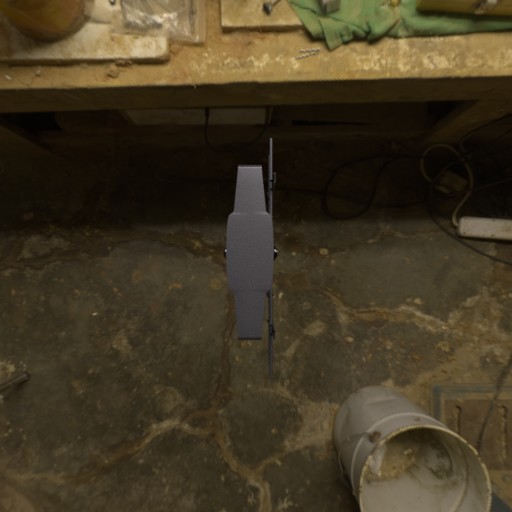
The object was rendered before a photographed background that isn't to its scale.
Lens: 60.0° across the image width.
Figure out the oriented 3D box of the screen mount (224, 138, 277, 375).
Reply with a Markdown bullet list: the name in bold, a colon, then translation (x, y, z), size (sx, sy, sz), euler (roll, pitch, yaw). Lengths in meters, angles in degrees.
- **screen mount**: translation (0.000, 0.000, 1.032), size (0.090, 0.775, 0.595), euler (0, 89, 1)
